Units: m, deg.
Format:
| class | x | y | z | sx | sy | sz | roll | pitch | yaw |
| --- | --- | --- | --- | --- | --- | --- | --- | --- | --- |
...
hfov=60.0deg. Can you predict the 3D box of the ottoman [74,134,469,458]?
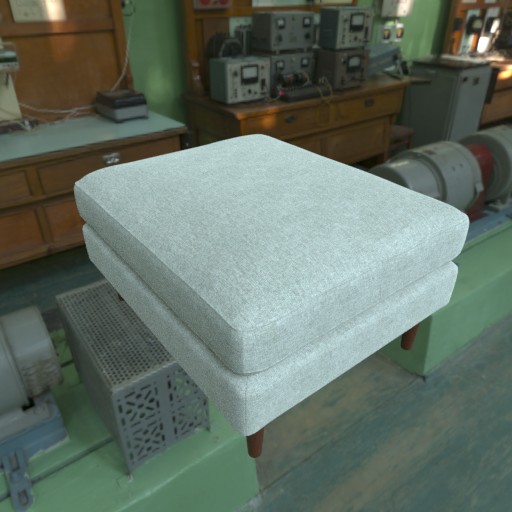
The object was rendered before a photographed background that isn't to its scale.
| class | x | y | z | sx | sy | sz | roll | pitch | yaw |
| --- | --- | --- | --- | --- | --- | --- | --- | --- | --- |
| ottoman | 0.000 | 0.000 | 1.234 | 0.693 | 0.474 | 0.821 | -22 | 38 | -31 |
